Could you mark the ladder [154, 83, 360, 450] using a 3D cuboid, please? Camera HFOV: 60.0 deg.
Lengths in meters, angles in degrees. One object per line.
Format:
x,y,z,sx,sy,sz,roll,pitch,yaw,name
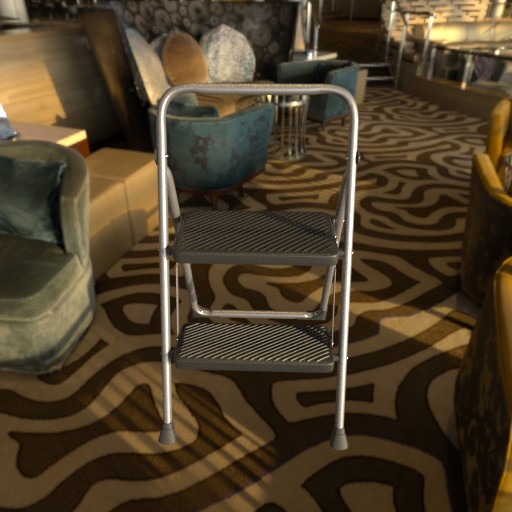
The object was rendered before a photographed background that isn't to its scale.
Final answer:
0.000,0.000,1.009,0.430,0.720,0.472,1,31,2,ladder
